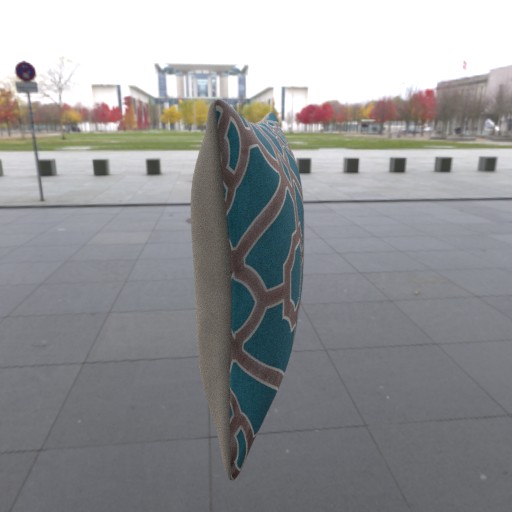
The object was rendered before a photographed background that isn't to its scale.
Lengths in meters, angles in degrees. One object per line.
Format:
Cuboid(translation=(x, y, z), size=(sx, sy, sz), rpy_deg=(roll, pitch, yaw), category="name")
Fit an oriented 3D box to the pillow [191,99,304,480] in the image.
Cuboid(translation=(0.000, 0.000, 0.797), size=(0.166, 0.507, 0.526), rpy_deg=(2, 16, 8), category="pillow")
